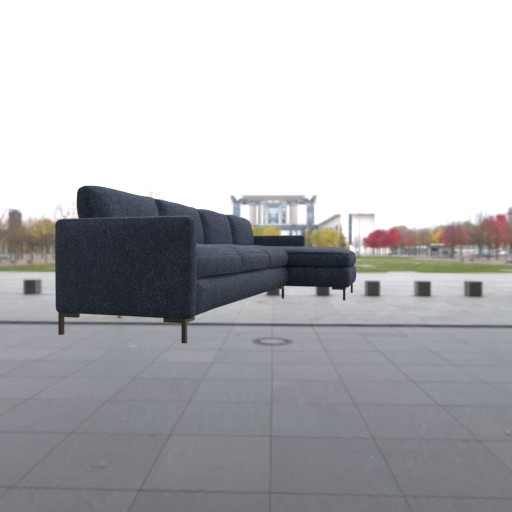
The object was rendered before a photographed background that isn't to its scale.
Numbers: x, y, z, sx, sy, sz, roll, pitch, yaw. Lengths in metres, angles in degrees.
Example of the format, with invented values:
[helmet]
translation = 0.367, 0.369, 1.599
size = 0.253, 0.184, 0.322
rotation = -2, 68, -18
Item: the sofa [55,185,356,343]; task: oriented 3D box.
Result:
[sofa]
translation = 0.000, 0.000, 3.515
size = 1.350, 0.810, 2.932
rotation = 0, 1, 17
